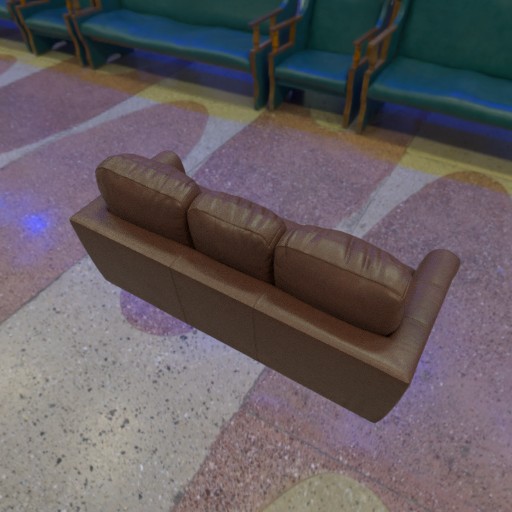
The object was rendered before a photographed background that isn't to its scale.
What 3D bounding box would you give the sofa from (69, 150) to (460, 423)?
[{"bbox_3d":[0.000,0.000,2.337,1.862,0.915,0.802,23,49,22],"label":"sofa"}]
